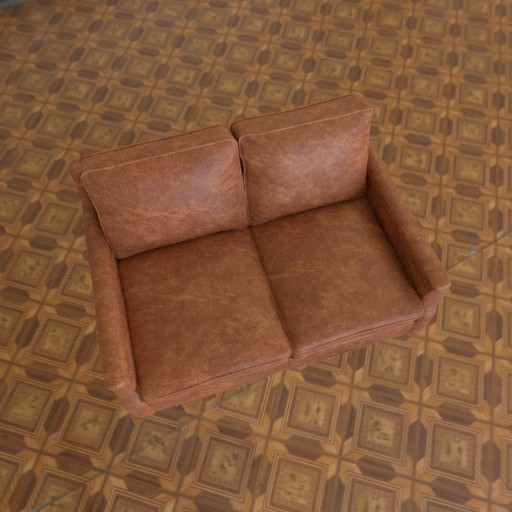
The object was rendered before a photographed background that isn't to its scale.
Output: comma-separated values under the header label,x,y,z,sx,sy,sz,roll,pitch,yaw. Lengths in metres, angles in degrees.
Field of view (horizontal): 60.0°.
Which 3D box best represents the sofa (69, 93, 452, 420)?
label,x,y,z,sx,sy,sz,roll,pitch,yaw
sofa,0.000,0.000,2.231,1.597,1.003,1.084,-15,64,-8
